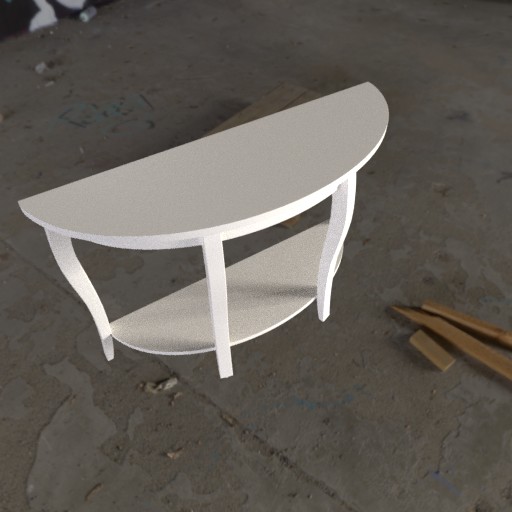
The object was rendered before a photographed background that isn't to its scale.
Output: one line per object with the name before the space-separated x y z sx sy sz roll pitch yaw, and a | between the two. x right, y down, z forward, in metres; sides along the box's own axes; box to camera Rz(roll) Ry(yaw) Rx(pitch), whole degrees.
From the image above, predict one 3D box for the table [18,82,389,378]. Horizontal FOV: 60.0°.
table | 0.000 0.000 1.549 1.219 0.780 0.394 -25 52 -22
